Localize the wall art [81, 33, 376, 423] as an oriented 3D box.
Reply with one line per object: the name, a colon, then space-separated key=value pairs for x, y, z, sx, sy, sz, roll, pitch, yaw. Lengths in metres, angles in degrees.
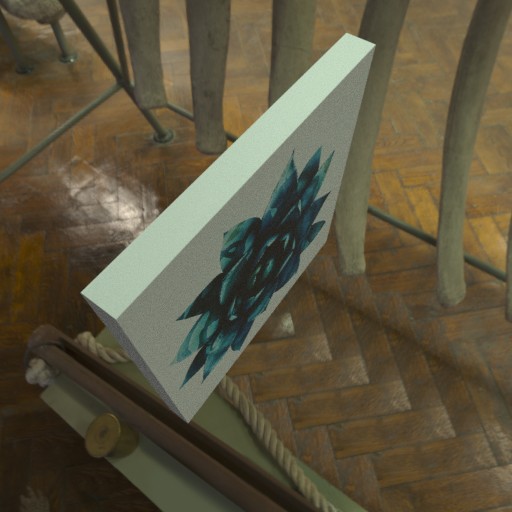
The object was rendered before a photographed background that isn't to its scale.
wall art: x=0.000 y=0.000 z=0.591 sx=0.038 sy=0.406 sz=0.406 roll=32 pitch=64 yaw=17
